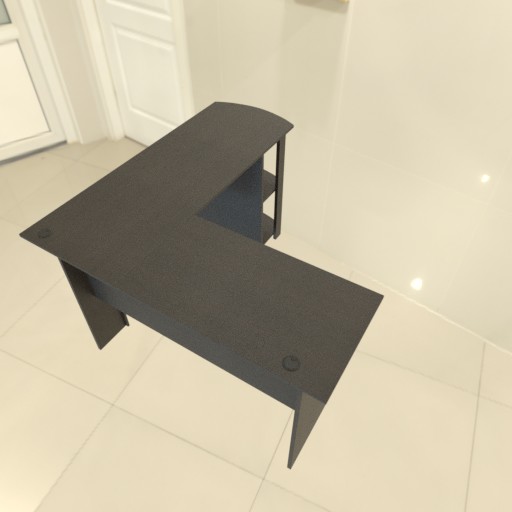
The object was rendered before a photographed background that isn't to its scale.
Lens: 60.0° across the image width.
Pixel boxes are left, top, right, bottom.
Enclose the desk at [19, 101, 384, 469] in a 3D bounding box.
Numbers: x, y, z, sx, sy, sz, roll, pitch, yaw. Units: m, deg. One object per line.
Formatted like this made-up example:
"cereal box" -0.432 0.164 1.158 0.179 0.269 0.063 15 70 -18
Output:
"desk" 0.000 0.000 2.122 1.303 0.716 1.361 24 50 22
